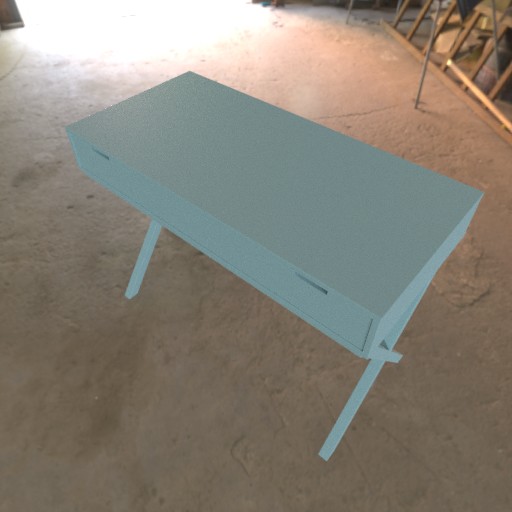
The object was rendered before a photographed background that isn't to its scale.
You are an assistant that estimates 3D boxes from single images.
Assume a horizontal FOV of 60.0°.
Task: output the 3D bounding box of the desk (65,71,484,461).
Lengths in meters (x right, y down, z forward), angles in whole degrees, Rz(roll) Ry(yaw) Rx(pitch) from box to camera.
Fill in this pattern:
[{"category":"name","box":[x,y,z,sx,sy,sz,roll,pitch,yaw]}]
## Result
[{"category":"desk","box":[0.000,0.000,1.484,1.059,0.780,0.509,32,54,27]}]
